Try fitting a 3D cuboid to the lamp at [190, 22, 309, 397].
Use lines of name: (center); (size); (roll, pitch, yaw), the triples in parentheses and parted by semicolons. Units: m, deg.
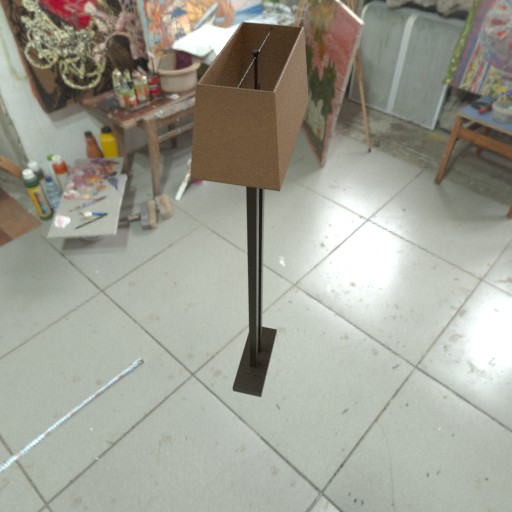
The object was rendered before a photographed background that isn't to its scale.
lamp: (0.000, 0.000, 1.629); (0.233, 1.469, 0.475); (10, 47, 9)
